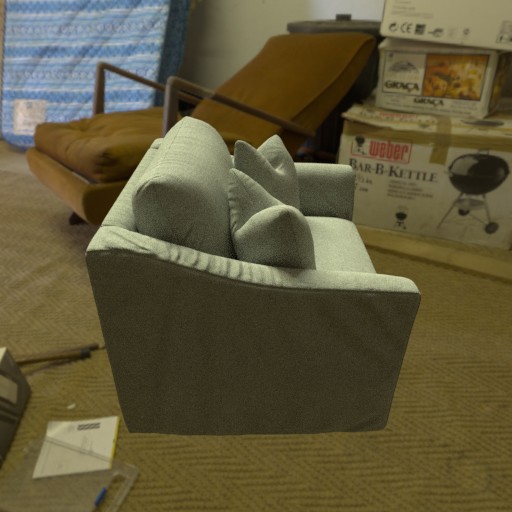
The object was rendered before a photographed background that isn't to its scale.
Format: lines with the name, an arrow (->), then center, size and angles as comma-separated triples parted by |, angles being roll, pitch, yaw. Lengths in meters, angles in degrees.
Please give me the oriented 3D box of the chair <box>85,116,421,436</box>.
chair -> 0.000, 0.000, 2.010 | 1.071, 1.059, 1.194 | 0, 31, 0
